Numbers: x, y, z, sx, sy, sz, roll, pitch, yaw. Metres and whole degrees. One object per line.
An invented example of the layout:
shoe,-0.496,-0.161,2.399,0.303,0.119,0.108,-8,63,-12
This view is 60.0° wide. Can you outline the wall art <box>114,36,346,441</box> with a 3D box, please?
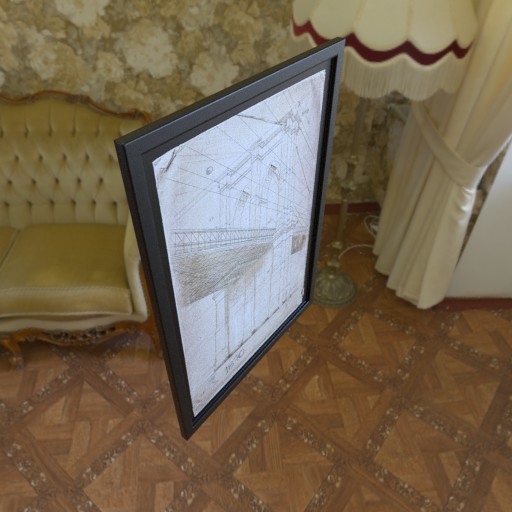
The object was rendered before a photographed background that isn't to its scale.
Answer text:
wall art,0.000,0.000,0.829,0.016,0.657,0.480,27,48,27
